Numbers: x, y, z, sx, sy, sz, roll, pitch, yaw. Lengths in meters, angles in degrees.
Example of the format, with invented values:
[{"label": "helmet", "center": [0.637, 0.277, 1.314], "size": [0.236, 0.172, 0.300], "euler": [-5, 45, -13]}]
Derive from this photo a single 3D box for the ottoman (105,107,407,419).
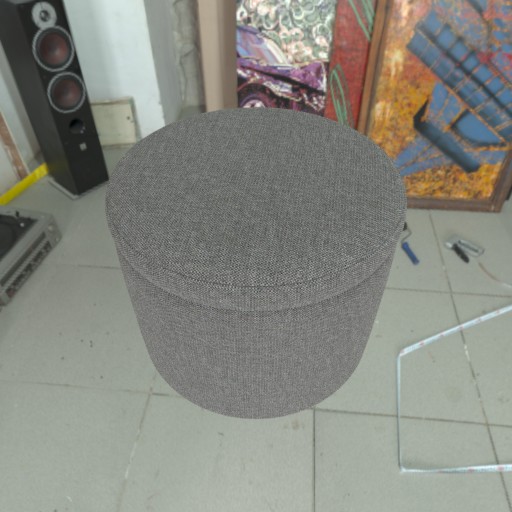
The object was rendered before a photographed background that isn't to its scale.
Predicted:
[{"label": "ottoman", "center": [0.000, 0.000, 0.906], "size": [0.520, 0.430, 0.520], "euler": [0, 45, 0]}]
